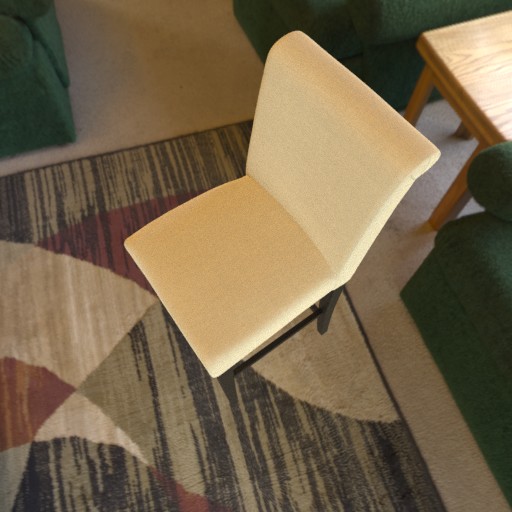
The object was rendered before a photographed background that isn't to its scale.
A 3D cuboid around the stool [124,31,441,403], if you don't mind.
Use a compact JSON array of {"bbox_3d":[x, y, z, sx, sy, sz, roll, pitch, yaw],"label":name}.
[{"bbox_3d":[0.000,0.000,1.293,0.597,0.976,0.452,-33,68,-15],"label":"stool"}]
